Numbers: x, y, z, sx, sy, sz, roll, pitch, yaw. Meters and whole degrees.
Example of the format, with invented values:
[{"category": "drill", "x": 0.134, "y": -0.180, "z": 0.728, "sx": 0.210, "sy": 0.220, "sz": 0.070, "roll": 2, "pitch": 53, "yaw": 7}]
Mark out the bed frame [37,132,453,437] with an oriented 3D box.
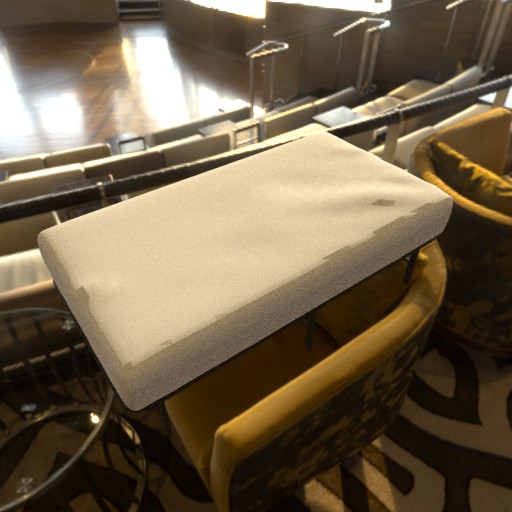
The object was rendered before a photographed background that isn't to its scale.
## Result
[{"category": "bed frame", "x": 0.000, "y": 0.000, "z": 2.396, "sx": 1.908, "sy": 0.640, "sz": 1.025, "roll": -26, "pitch": 47, "yaw": -27}]
